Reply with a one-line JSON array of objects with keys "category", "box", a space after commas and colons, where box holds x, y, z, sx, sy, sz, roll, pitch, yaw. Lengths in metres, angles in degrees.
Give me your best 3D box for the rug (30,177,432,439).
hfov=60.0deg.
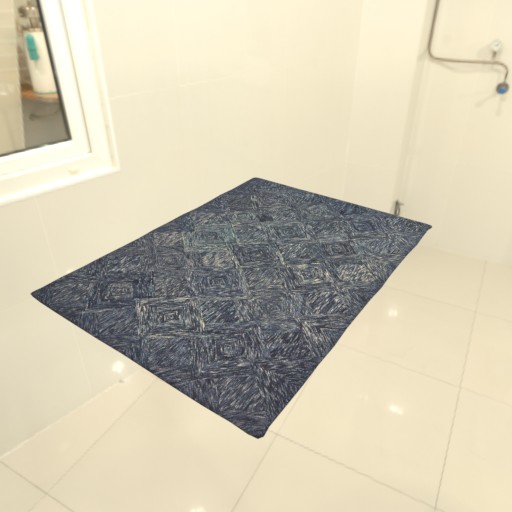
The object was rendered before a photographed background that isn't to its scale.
[{"category": "rug", "box": [0.000, 0.000, 4.250, 2.385, 0.024, 3.245, 21, 38, 30]}]
